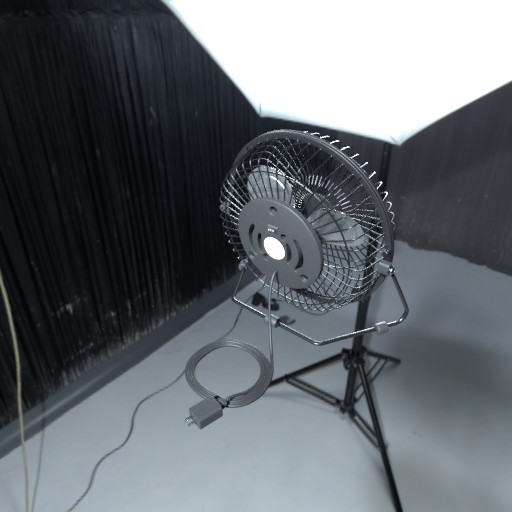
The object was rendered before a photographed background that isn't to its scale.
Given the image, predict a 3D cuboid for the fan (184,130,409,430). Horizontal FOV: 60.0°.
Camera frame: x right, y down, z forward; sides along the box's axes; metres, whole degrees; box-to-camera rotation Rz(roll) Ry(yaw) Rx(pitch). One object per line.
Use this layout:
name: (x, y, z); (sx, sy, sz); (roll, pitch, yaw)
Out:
fan: (0.000, 0.000, 0.381); (0.209, 0.188, 0.227); (24, 39, 33)
